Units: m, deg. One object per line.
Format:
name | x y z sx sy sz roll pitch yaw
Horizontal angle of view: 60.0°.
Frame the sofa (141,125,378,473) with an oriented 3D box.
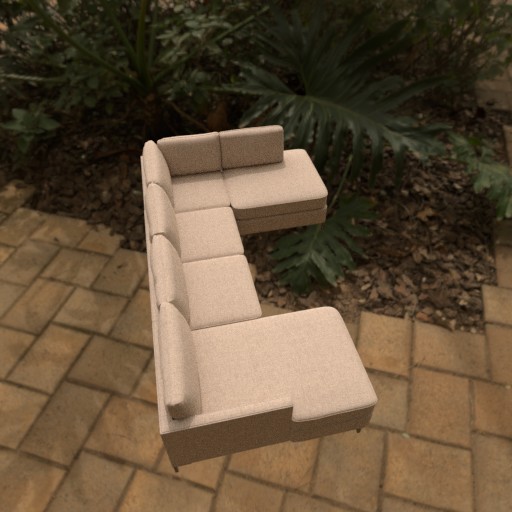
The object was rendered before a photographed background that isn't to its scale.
sofa | 0.000 0.000 4.339 2.021 0.996 3.423 -9 46 -9
